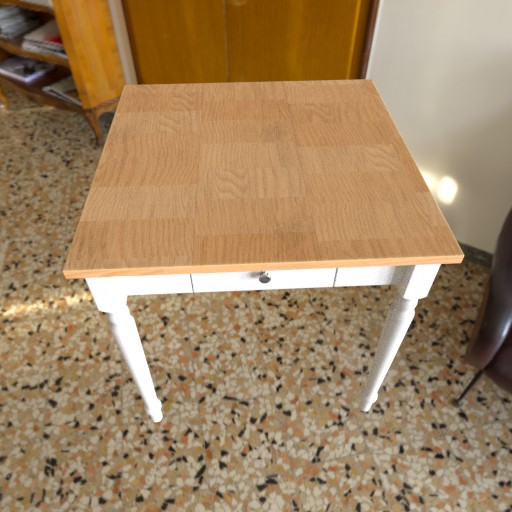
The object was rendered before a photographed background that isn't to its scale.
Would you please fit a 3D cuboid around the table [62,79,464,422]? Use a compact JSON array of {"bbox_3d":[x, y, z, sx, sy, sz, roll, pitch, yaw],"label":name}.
[{"bbox_3d":[0.000,0.000,1.344,0.747,0.738,0.747,-2,46,-2],"label":"table"}]
